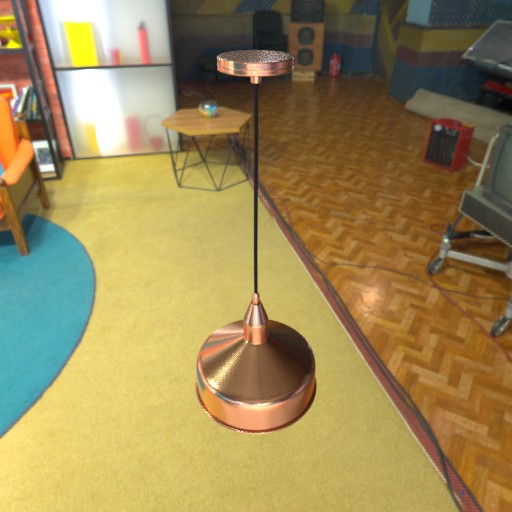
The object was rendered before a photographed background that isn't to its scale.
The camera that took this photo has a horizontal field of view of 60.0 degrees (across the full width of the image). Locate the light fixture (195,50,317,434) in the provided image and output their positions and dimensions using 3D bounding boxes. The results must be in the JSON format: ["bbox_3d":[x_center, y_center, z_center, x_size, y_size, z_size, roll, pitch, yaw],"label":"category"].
[{"bbox_3d":[0.000,0.000,0.906,0.301,0.754,0.301,22,39,30],"label":"light fixture"}]
